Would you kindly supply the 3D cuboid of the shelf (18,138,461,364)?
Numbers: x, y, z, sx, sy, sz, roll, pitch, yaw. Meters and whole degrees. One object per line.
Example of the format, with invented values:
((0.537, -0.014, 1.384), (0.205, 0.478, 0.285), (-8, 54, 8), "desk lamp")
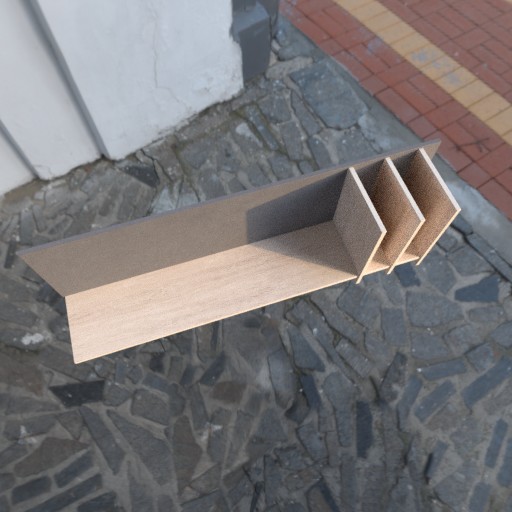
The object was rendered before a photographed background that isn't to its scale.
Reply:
((0.000, 0.000, 1.120), (1.020, 0.300, 0.200), (-16, 65, -8), "shelf")
